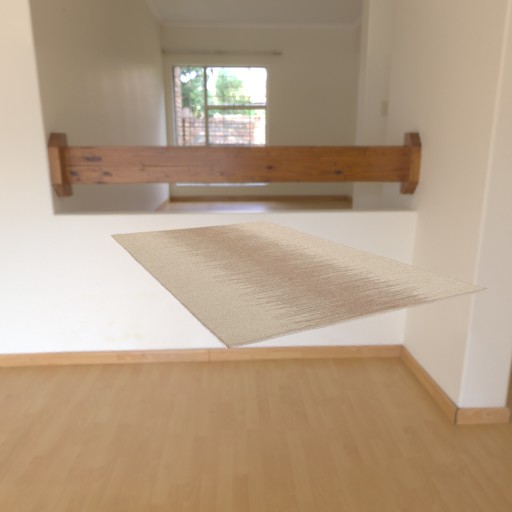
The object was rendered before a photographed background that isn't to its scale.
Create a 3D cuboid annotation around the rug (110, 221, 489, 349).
[{"bbox_3d":[0.000,0.000,3.054,1.522,0.012,2.440,-7,16,-27],"label":"rug"}]
